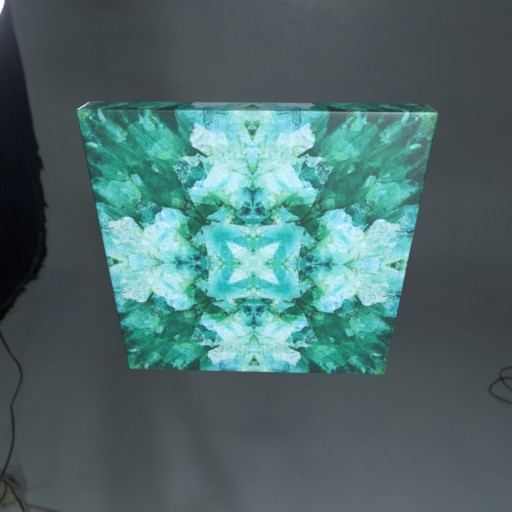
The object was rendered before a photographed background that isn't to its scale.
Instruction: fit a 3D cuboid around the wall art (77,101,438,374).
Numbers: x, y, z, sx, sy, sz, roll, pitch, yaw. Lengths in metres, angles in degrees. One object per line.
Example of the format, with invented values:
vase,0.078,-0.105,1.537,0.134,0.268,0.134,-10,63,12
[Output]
wall art,0.000,0.000,0.477,0.313,0.313,0.033,1,31,2
